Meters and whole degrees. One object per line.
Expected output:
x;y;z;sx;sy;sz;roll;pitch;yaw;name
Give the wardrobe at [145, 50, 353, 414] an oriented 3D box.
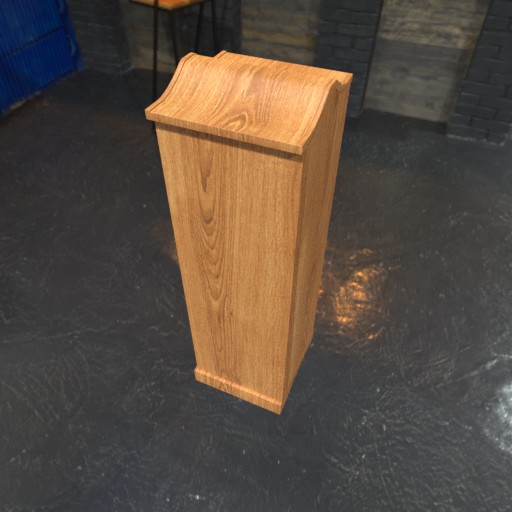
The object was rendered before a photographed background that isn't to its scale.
0.000;0.000;2.223;0.570;1.870;0.590;17;47;17;wardrobe
